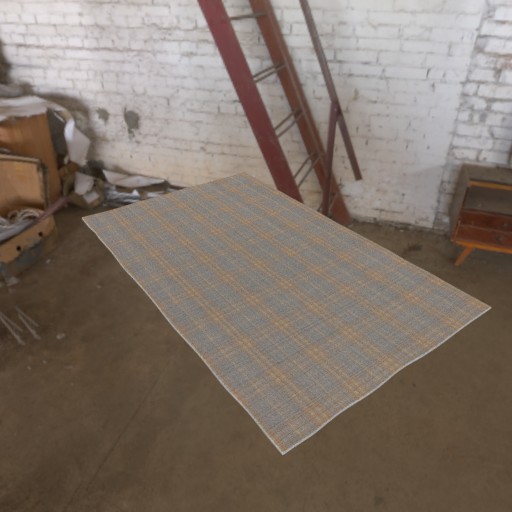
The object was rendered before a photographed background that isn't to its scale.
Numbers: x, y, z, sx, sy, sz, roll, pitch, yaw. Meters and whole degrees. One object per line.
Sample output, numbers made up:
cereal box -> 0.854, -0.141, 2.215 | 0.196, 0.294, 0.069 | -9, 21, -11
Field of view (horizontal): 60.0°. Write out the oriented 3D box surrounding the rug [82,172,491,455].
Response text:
rug -> 0.000, 0.000, 2.977 | 1.545, 0.016, 2.460 | -22, 39, -30
